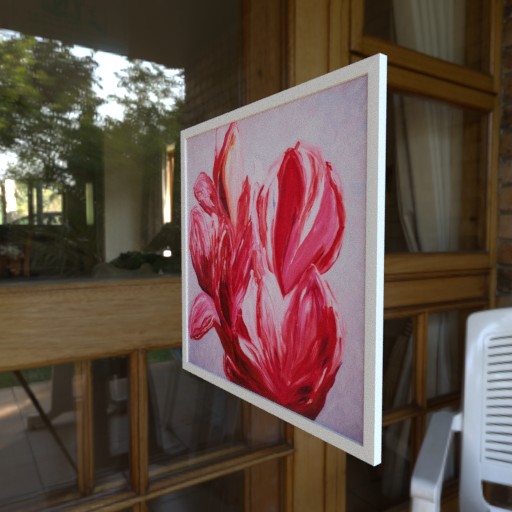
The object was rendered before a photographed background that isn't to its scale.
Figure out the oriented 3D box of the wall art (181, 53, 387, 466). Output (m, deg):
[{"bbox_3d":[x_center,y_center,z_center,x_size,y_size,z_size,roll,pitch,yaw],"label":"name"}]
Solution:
[{"bbox_3d":[0.000,0.000,1.187,0.022,0.803,0.805,-2,4,-37],"label":"wall art"}]
